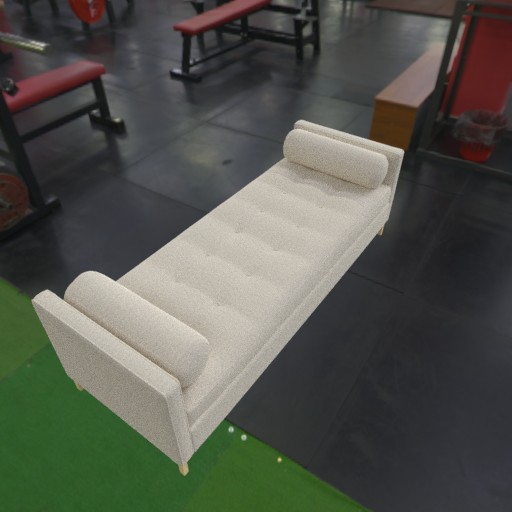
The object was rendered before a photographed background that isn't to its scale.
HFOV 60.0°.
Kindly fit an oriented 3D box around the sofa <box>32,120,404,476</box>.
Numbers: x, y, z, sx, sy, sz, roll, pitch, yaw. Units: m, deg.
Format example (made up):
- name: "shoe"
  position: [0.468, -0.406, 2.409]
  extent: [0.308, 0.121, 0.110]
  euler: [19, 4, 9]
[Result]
- name: "sofa"
  position: [0.000, 0.000, 2.336]
  extent: [0.746, 0.641, 1.985]
  euler: [26, 47, 26]
